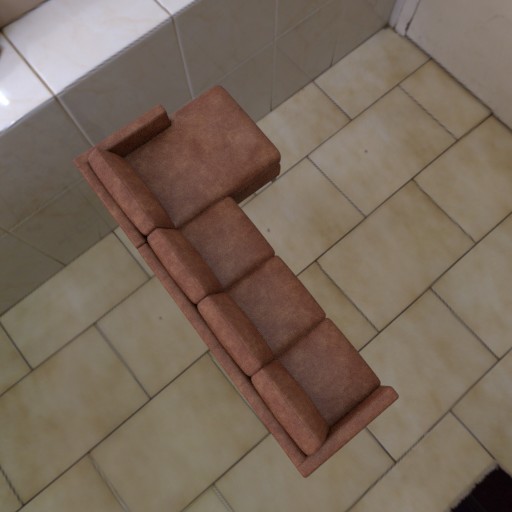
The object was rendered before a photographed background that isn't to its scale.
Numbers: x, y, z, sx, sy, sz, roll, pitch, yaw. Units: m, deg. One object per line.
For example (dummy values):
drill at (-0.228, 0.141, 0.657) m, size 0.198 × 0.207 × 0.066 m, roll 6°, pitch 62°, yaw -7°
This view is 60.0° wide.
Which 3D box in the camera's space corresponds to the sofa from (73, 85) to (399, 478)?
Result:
sofa at (0.000, 0.000, 3.933) m, size 1.581 × 0.883 × 3.203 m, roll -37°, pitch 78°, yaw -9°
